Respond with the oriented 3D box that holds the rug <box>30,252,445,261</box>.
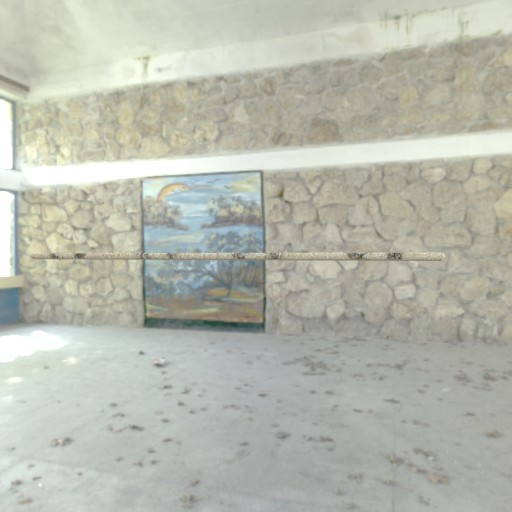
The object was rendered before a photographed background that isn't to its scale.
[{"bbox_3d":[0.000,0.000,2.153,1.600,0.025,1.200,0,0,18],"label":"rug"}]
